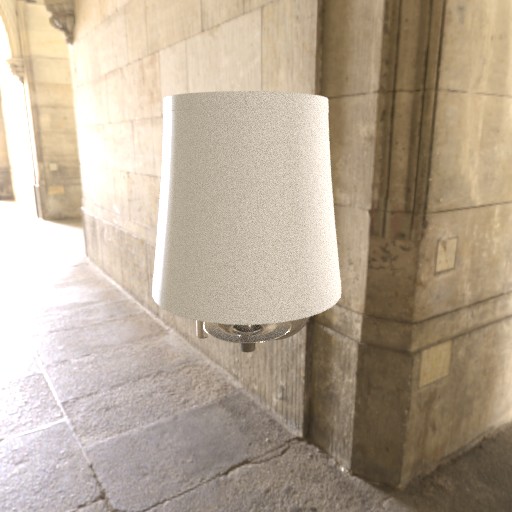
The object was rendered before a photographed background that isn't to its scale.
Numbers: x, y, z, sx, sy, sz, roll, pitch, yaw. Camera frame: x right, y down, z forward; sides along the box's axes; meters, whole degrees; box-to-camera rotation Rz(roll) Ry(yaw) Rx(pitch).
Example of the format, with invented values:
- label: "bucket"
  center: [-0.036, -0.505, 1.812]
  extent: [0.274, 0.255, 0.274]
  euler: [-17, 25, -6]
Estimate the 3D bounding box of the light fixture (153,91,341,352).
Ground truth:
- label: "light fixture"
  center: [0.000, 0.000, 0.588]
  extent: [0.223, 0.381, 0.348]
  euler: [2, 15, 9]
